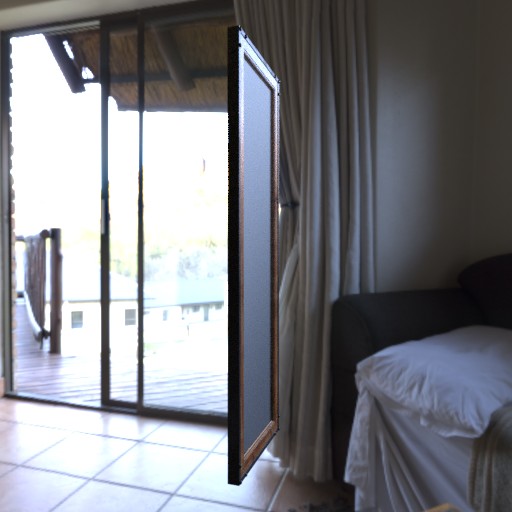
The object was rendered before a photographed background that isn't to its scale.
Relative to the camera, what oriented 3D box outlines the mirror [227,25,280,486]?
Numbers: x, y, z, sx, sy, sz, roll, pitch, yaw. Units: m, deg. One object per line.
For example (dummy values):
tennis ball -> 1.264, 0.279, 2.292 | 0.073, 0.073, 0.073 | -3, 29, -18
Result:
mirror -> 0.000, 0.000, 1.203 | 0.042, 1.080, 0.354 | 0, 0, 18
